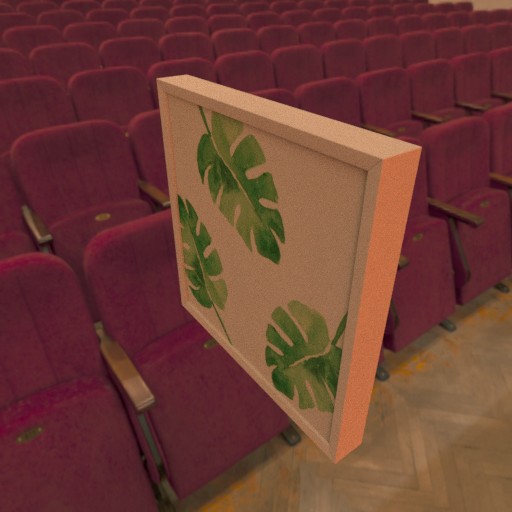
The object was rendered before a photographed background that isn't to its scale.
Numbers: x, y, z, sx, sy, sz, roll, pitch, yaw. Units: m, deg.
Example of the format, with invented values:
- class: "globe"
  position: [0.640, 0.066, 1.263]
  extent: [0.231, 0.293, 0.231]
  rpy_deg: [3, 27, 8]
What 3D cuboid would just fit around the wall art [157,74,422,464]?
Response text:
- class: "wall art"
  position: [0.000, 0.000, 0.457]
  extent: [0.038, 0.305, 0.305]
  rpy_deg: [-22, 38, -30]
